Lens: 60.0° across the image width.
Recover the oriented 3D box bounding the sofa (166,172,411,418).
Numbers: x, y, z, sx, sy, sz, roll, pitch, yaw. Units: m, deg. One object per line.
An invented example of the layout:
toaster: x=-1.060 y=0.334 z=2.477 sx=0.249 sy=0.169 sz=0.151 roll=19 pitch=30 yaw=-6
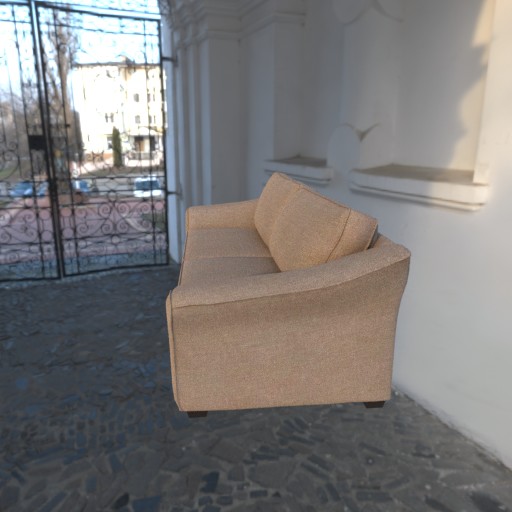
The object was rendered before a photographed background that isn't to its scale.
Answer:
sofa: x=0.000 y=0.000 z=2.811 sx=0.986 sy=0.906 sz=2.270 roll=-2 pitch=15 yaw=-6
